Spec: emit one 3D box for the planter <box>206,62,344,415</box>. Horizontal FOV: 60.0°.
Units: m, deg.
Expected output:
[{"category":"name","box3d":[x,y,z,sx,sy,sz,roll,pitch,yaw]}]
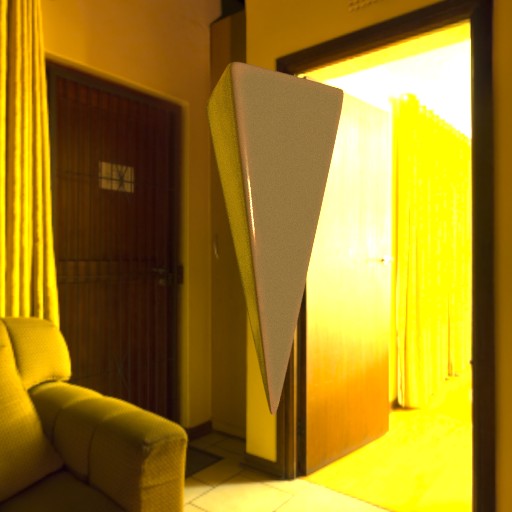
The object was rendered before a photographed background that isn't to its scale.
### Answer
[{"category":"planter","box3d":[0.000,0.000,0.221,0.080,0.178,0.064,0,0,18]}]
